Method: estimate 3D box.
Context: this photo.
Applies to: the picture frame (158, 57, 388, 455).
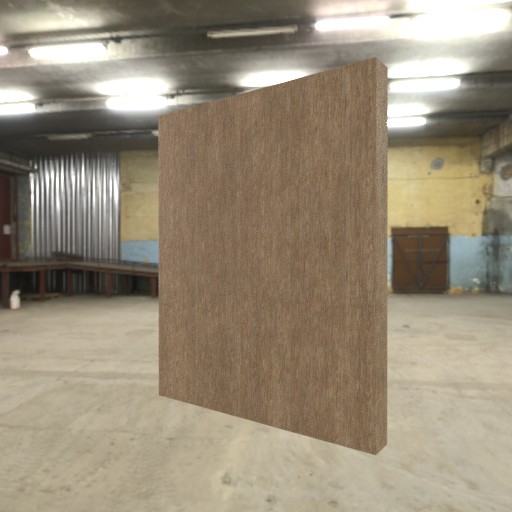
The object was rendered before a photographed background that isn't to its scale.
[{"bbox_3d":[0.000,0.000,0.728,0.424,0.526,0.043,0,0,36],"label":"picture frame"}]
